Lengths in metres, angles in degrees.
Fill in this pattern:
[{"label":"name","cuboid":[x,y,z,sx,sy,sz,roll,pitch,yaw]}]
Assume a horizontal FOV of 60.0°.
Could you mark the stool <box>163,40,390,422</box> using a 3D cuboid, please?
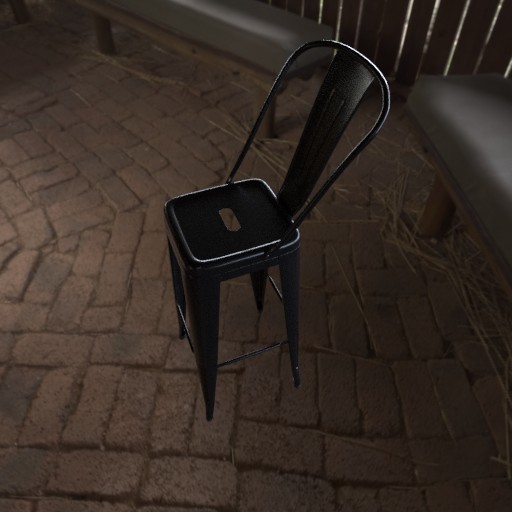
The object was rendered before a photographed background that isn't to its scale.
[{"label":"stool","cuboid":[0.000,0.000,1.311,0.513,1.096,0.399,-16,49,-15]}]
